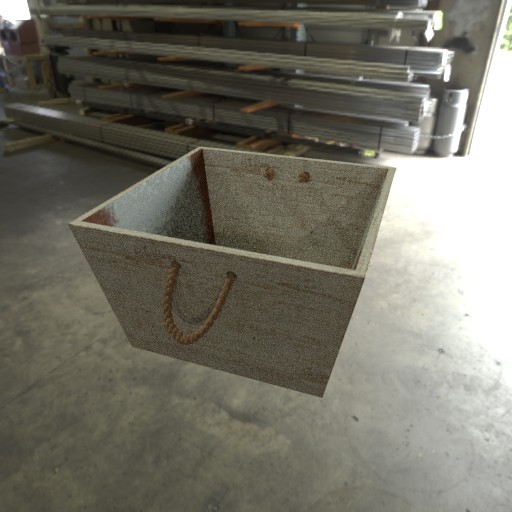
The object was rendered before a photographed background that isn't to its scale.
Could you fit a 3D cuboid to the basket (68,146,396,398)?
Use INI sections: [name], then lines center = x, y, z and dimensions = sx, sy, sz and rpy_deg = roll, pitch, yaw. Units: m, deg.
[basket]
center = 0.000, 0.000, 0.790
dimensions = 0.413, 0.247, 0.545
rpy_deg = 10, 31, 17
